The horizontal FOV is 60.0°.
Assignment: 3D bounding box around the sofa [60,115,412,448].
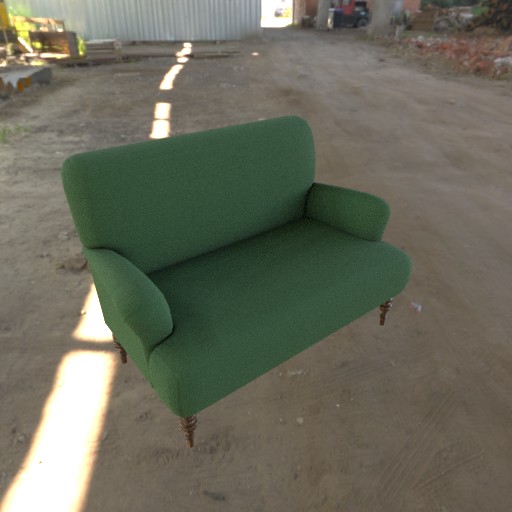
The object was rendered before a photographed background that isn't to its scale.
[{"bbox_3d":[0.000,0.000,1.841,1.297,0.889,0.779,-22,36,-33],"label":"sofa"}]
